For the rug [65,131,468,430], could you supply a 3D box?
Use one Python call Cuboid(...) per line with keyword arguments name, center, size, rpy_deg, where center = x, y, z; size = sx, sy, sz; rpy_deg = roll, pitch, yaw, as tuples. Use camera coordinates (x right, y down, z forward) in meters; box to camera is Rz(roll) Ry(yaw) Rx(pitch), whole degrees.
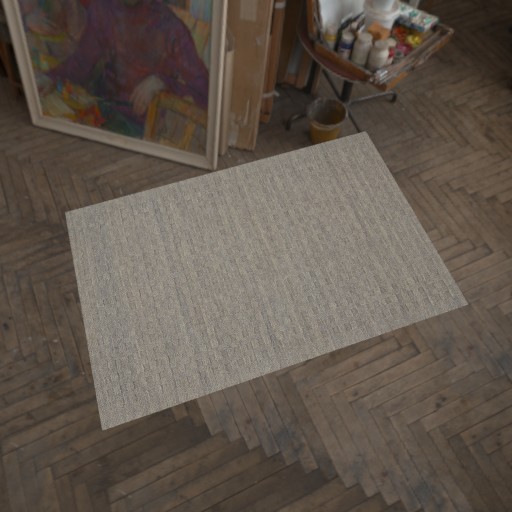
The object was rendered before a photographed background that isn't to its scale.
Cuboid(name="rug", center=(0.000, 0.000, 2.236), size=(1.752, 0.006, 1.142), rpy_deg=(-17, 64, -8))
